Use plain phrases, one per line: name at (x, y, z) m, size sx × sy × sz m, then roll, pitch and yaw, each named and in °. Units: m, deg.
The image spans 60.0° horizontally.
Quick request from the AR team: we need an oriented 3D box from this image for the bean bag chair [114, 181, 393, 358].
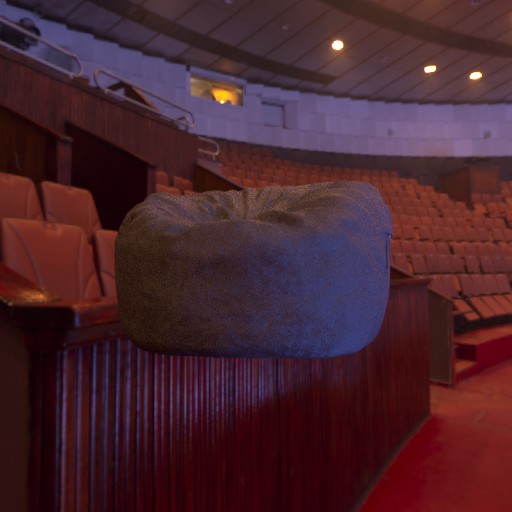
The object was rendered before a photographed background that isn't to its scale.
bean bag chair at (0.000, 0.000, 2.092) m, size 1.245 × 0.821 × 1.245 m, roll 0°, pitch -2°, yaw 0°
